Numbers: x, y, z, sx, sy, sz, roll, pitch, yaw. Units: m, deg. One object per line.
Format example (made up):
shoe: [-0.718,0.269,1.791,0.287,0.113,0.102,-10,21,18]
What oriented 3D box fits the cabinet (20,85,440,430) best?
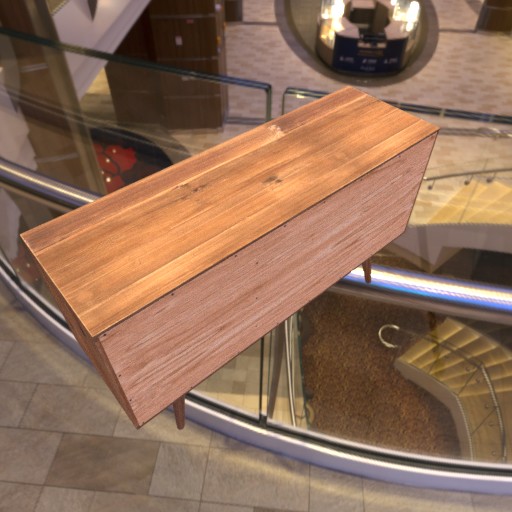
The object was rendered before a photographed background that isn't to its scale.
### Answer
cabinet: [0.000,0.000,1.748,1.400,0.800,0.472,-32,54,-27]
